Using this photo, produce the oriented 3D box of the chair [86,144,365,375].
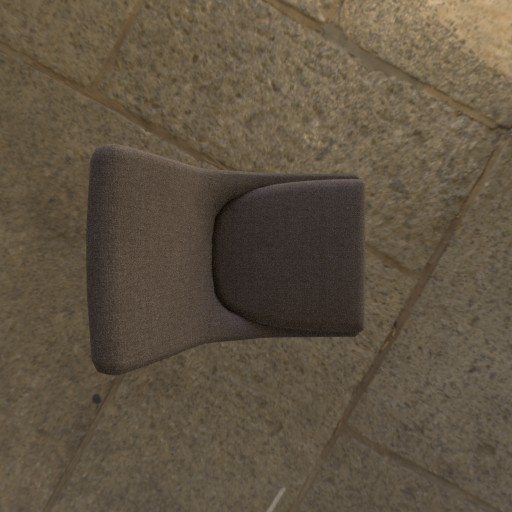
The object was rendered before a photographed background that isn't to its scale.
[{"bbox_3d":[0.000,0.000,1.317,0.655,0.952,0.508,0,91,0],"label":"chair"}]
